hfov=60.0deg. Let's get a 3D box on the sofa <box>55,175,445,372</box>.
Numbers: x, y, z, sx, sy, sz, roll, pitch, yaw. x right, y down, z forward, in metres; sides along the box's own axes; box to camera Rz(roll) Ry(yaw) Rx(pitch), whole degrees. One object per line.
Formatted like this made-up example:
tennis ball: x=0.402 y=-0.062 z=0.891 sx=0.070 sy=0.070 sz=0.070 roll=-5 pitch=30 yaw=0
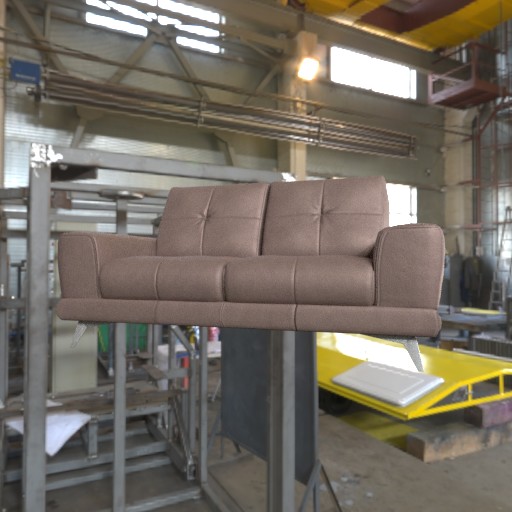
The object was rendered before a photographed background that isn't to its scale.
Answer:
sofa: x=0.000 y=0.000 z=2.383 sx=1.806 sy=0.907 sz=1.018 roll=0 pitch=-1 yaw=17
